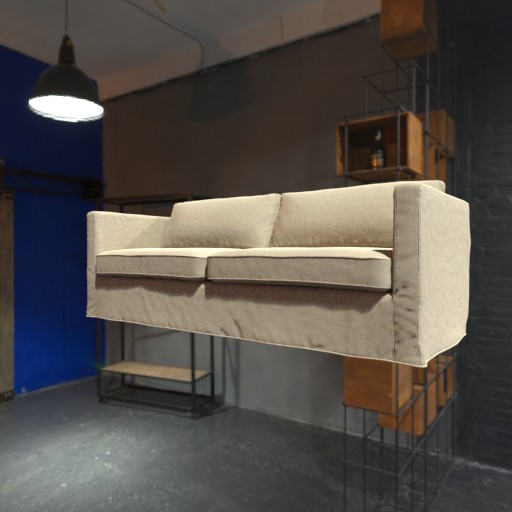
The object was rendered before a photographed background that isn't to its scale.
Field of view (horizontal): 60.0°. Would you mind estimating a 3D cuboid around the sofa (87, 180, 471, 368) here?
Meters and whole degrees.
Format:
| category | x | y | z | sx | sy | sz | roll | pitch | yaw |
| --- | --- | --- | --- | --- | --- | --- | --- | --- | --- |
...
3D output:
| category | x | y | z | sx | sy | sz | roll | pitch | yaw |
| --- | --- | --- | --- | --- | --- | --- | --- | --- | --- |
| sofa | 0.000 | 0.000 | 2.768 | 2.312 | 0.853 | 0.962 | 0 | 1 | 37 |
